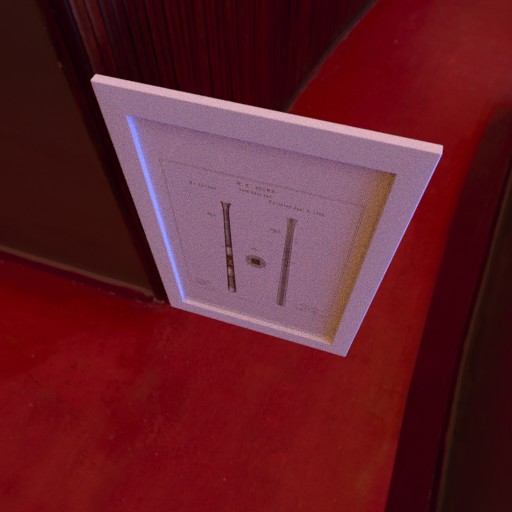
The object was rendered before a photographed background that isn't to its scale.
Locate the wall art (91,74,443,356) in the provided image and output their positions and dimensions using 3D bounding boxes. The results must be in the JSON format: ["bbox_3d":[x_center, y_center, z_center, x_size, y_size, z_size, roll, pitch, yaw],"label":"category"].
[{"bbox_3d":[0.000,0.000,0.601,0.329,0.482,0.011,15,58,9],"label":"wall art"}]
